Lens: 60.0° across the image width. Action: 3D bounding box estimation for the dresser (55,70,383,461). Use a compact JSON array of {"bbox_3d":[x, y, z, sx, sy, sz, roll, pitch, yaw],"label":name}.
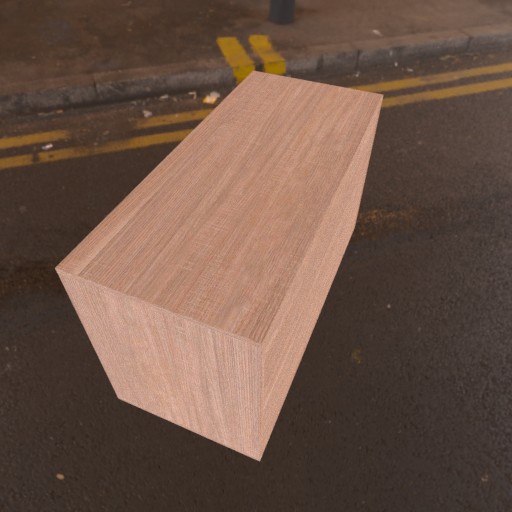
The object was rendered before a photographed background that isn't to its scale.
[{"bbox_3d":[0.000,0.000,1.554,0.500,0.780,1.110,17,49,16],"label":"dresser"}]
